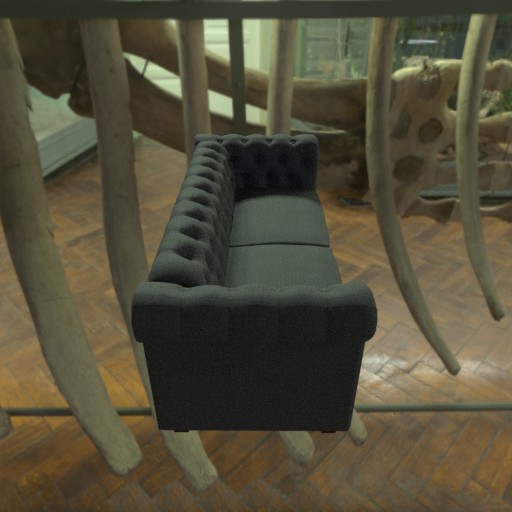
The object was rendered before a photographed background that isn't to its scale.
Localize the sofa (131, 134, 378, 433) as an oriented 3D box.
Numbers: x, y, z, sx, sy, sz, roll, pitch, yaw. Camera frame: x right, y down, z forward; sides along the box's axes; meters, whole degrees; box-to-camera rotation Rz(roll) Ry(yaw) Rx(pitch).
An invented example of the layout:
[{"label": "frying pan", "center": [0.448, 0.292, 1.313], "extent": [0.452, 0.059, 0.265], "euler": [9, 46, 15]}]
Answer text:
[{"label": "sofa", "center": [0.000, 0.000, 2.290], "extent": [0.783, 0.797, 1.798], "euler": [0, 32, 0]}]
